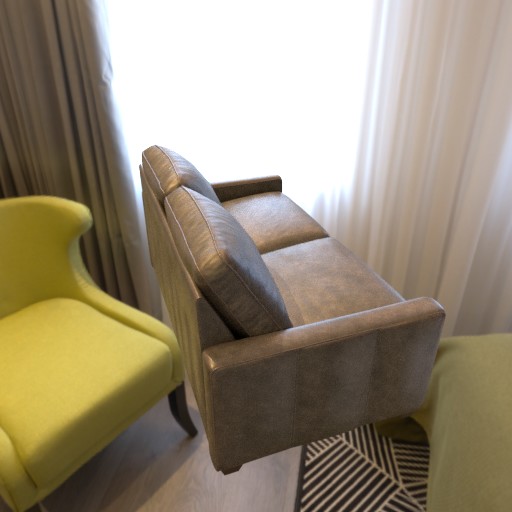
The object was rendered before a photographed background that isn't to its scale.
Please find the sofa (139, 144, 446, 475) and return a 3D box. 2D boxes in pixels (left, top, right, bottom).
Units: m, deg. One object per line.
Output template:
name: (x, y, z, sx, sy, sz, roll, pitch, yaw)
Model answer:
sofa: (0.000, 0.000, 2.294, 0.939, 0.916, 1.732, -10, 31, -17)
